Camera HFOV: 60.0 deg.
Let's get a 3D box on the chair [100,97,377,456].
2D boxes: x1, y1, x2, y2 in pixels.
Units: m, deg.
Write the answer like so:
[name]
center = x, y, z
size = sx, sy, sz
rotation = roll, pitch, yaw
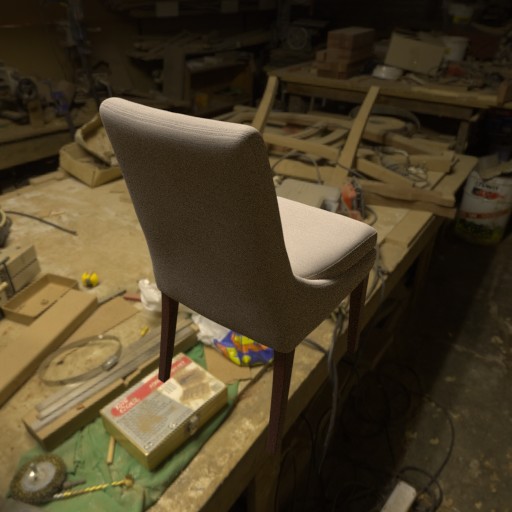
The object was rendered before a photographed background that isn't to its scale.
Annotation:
[chair]
center = 0.000, 0.000, 1.294
size = 0.515, 0.940, 0.638
rotation = 21, 38, 30
